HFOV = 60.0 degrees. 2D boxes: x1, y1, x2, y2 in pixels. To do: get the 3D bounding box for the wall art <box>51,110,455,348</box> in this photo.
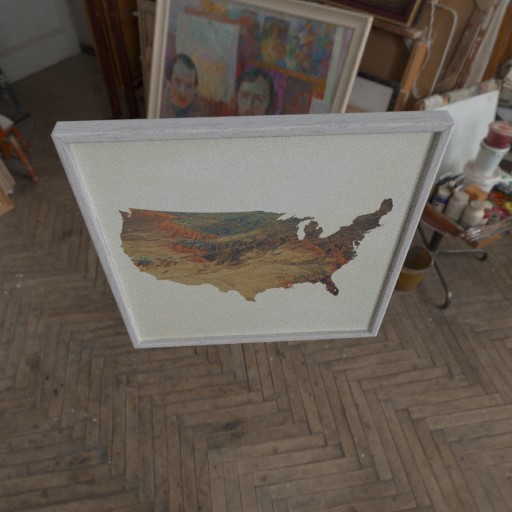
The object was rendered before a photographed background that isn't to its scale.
[{"bbox_3d":[0.000,0.000,1.905,1.287,1.288,0.078,-2,48,-2],"label":"wall art"}]
